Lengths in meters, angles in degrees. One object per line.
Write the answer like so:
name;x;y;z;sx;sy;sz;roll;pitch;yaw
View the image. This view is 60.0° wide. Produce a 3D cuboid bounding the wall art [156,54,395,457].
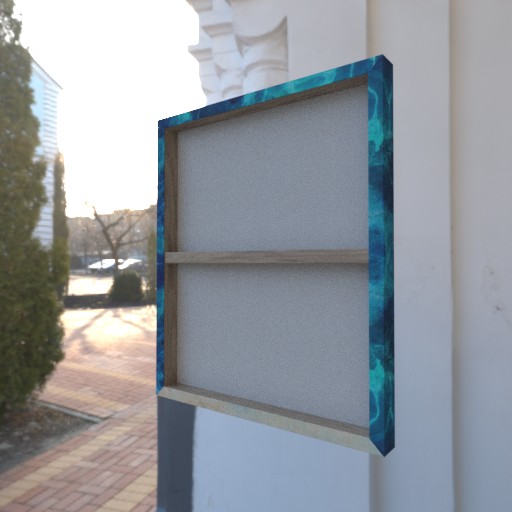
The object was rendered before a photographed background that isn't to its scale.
wall art;0.000;0.000;0.703;0.432;0.508;0.038;-1;-1;37
